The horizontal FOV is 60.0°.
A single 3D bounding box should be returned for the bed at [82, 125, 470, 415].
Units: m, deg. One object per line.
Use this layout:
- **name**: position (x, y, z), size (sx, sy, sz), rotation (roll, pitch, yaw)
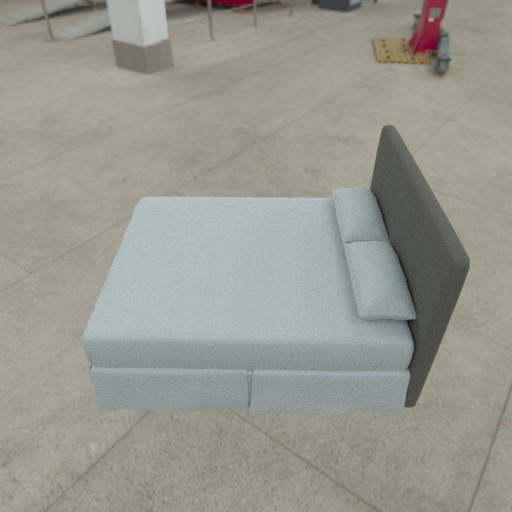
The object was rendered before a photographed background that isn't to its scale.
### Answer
- **bed**: position (0.000, 0.000, 3.196), size (2.142, 1.330, 1.748), rotation (1, 39, 1)
